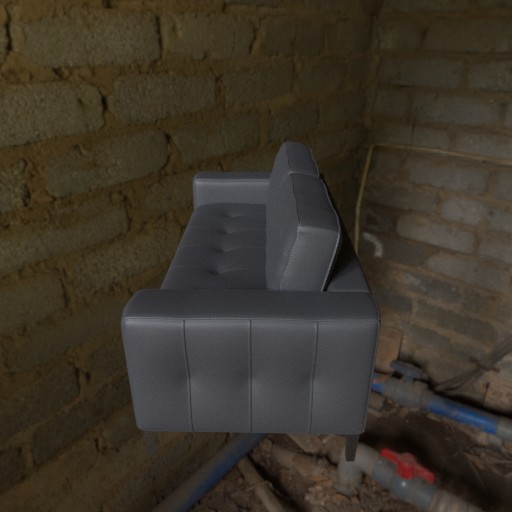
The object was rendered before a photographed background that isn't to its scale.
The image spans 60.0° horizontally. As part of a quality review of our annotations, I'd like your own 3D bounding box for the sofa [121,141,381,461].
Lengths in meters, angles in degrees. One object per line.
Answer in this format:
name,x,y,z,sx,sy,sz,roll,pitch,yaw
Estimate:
sofa,0.000,0.000,2.199,0.833,0.893,1.726,1,26,1
